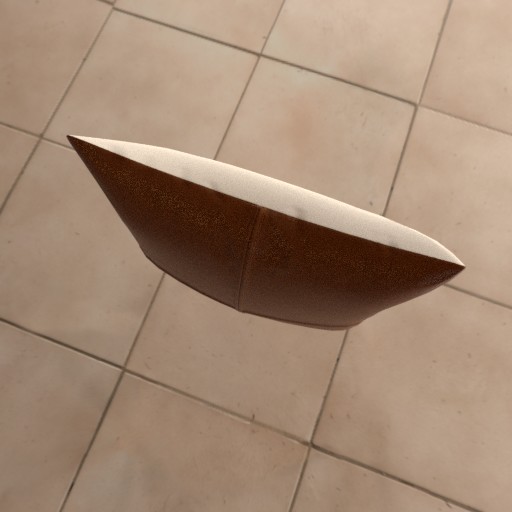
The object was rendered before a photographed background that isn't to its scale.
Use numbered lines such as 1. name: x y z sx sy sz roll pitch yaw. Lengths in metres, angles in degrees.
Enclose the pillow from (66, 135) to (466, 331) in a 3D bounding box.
1. pillow: 0.000 0.000 0.748 0.501 0.477 0.192 19 76 5
